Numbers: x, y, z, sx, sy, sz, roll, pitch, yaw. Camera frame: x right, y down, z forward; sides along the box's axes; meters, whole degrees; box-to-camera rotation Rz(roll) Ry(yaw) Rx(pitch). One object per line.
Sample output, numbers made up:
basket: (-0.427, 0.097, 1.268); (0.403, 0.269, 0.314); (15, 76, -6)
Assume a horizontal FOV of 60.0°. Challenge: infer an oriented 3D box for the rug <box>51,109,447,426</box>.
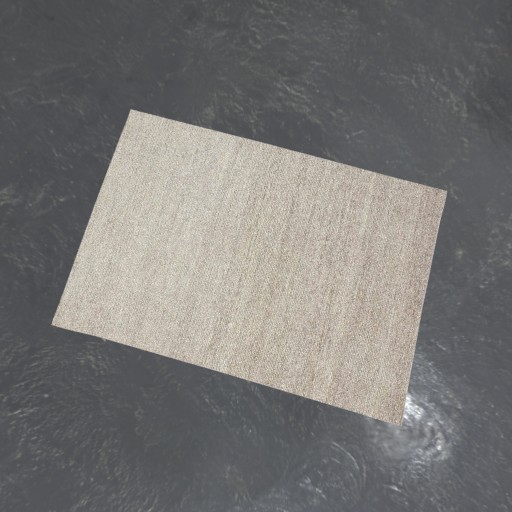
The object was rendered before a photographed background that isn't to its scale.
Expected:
rug: (0.000, 0.000, 2.989); (2.342, 0.030, 1.609); (15, 79, 3)
